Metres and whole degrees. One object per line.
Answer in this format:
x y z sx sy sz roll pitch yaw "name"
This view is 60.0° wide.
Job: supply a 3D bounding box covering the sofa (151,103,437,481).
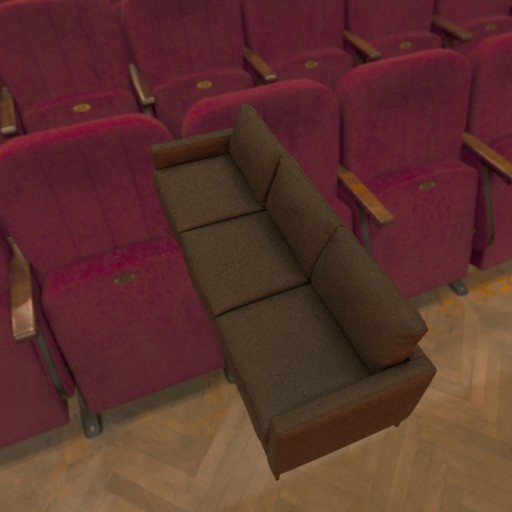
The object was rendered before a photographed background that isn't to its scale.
0.000 0.000 2.408 0.748 0.805 2.029 -17 49 -15 "sofa"
